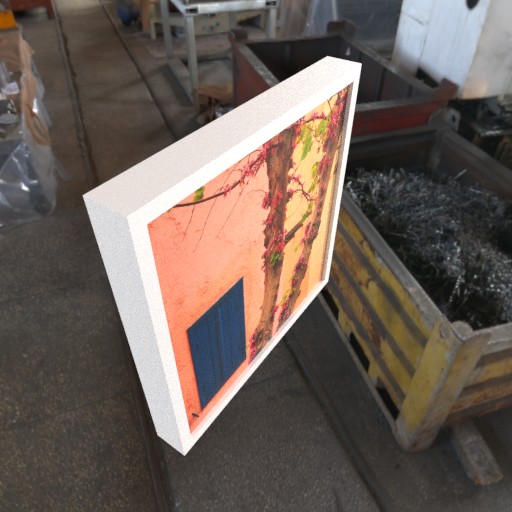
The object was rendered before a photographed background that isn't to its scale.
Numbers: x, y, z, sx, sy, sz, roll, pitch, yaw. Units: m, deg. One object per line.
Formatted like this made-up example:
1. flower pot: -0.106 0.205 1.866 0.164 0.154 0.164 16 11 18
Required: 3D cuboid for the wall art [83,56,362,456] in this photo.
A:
1. wall art: 0.000 0.000 0.449 0.038 0.302 0.305 25 48 25
